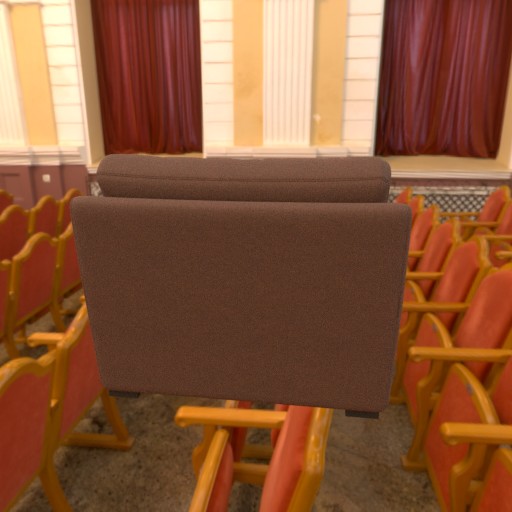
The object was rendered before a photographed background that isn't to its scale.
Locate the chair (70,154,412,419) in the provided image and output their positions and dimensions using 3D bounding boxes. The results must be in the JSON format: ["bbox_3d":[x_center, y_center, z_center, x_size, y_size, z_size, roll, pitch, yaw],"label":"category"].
[{"bbox_3d":[0.000,0.000,2.005,1.168,0.940,1.143,2,17,8],"label":"chair"}]
